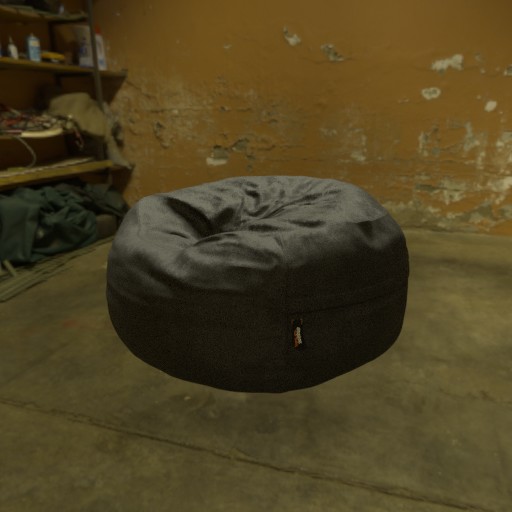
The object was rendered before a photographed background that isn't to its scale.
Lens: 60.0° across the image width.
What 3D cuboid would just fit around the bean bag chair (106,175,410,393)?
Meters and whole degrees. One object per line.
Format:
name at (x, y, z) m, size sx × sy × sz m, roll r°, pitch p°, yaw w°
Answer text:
bean bag chair at (0.000, 0.000, 2.330) m, size 1.525 × 0.751 × 1.525 m, roll 0°, pitch 17°, yaw 0°
